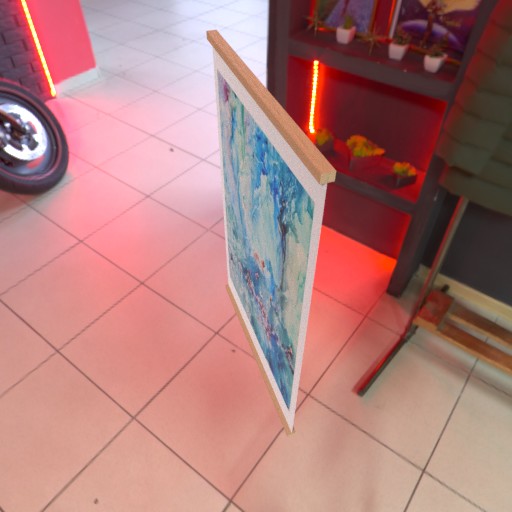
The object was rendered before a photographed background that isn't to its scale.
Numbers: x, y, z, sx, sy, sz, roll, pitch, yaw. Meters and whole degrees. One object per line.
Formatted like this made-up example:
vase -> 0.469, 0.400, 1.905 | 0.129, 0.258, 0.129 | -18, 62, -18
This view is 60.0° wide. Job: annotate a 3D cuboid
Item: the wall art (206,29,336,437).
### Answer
wall art -> 0.000, 0.000, 1.905 | 0.040, 1.510, 0.991 | -15, 47, -14
